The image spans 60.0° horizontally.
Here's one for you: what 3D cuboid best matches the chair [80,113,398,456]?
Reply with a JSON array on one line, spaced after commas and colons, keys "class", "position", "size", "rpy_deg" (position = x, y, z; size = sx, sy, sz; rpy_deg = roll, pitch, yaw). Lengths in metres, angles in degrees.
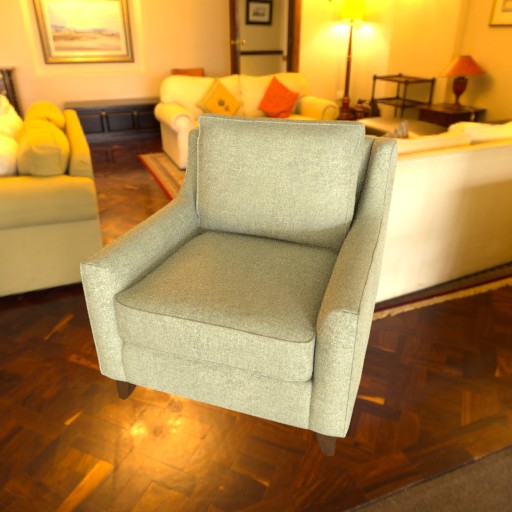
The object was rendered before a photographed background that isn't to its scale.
[{"class": "chair", "position": [0.000, 0.000, 1.555], "size": [0.838, 0.864, 0.918], "rpy_deg": [9, 28, 17]}]
